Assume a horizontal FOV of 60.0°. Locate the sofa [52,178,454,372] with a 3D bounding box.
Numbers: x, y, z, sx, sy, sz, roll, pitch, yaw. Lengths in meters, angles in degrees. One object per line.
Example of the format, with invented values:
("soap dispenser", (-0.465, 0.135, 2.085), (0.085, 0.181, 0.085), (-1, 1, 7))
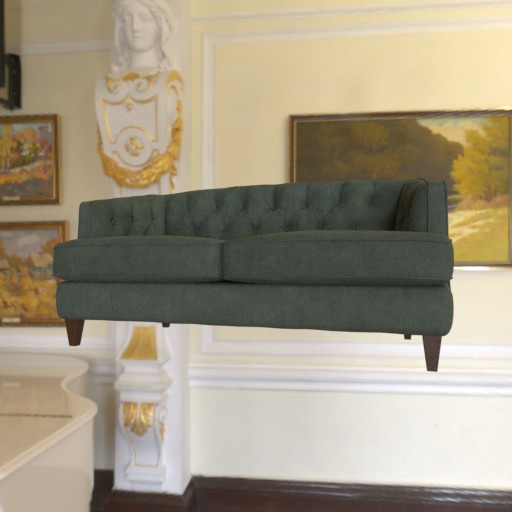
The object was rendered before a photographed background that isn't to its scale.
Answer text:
("sofa", (0.000, 0.000, 2.197), (1.733, 0.855, 0.941), (0, -1, 19))
